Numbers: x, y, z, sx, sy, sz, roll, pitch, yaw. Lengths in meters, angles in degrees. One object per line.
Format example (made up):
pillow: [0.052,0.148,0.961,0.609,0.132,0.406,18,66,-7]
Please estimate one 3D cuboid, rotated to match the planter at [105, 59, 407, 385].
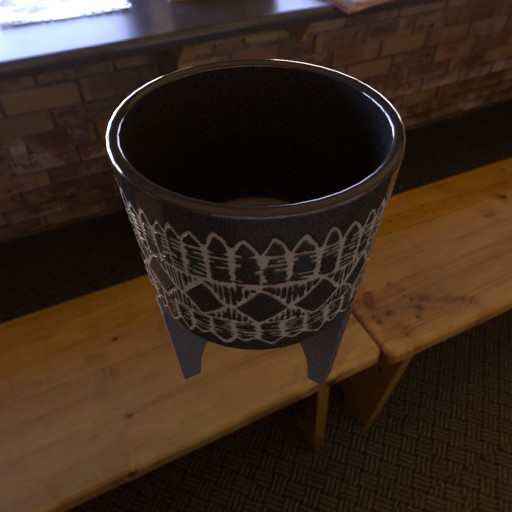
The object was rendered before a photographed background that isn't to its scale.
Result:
planter: [0.000,0.000,0.389,0.196,0.264,0.196,25,51,22]
